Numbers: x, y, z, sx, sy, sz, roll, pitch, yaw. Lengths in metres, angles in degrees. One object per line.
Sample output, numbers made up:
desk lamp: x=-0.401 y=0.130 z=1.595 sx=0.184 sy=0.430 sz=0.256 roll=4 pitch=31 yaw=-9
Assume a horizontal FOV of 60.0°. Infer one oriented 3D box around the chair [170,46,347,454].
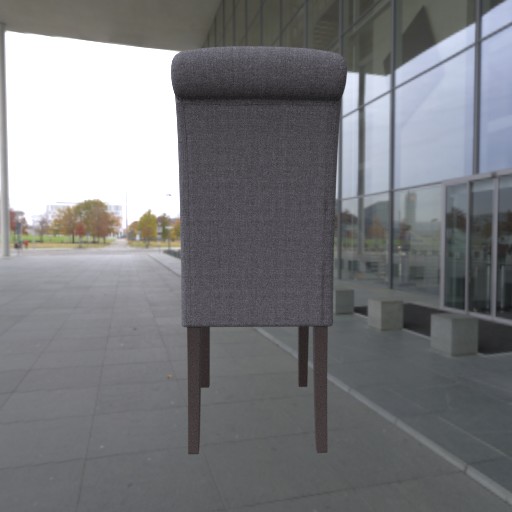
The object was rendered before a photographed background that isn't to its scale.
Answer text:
chair: x=0.000 y=0.000 z=1.352 sx=0.456 sy=1.006 sz=0.671 roll=0 pitch=2 yaw=-1
